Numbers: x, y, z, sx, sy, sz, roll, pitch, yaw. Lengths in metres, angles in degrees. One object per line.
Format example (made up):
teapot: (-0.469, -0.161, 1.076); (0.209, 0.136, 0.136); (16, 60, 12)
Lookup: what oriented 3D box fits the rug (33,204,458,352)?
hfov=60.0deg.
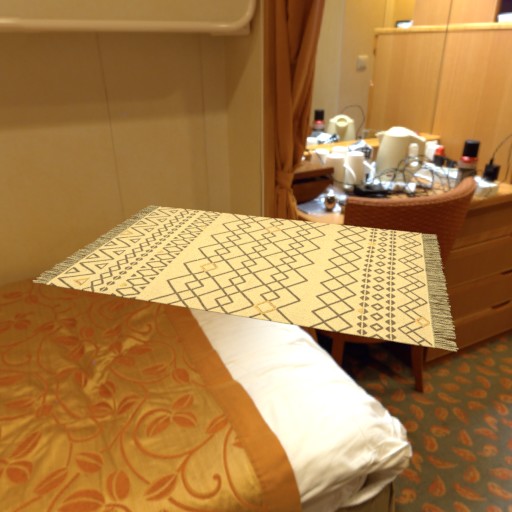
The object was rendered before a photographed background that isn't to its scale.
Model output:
rug: (0.000, 0.000, 3.070); (2.472, 0.035, 1.495); (7, 27, 15)
